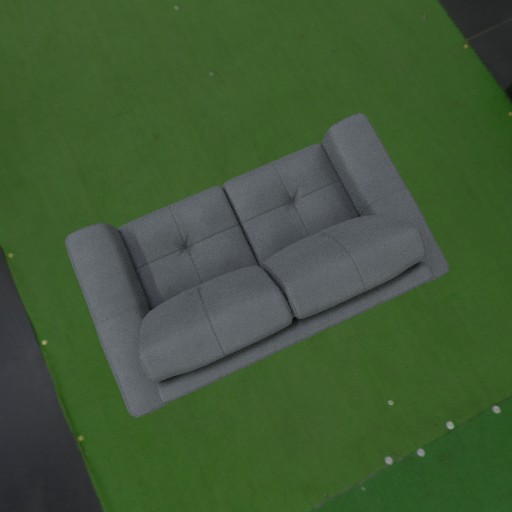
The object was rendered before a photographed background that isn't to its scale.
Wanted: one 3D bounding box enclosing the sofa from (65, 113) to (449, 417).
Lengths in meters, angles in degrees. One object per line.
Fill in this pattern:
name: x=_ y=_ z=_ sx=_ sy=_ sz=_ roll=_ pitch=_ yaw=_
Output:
sofa: x=0.000 y=0.000 z=2.377 sx=1.806 sy=0.907 sz=1.018 roll=-24 pitch=78 yaw=-6
